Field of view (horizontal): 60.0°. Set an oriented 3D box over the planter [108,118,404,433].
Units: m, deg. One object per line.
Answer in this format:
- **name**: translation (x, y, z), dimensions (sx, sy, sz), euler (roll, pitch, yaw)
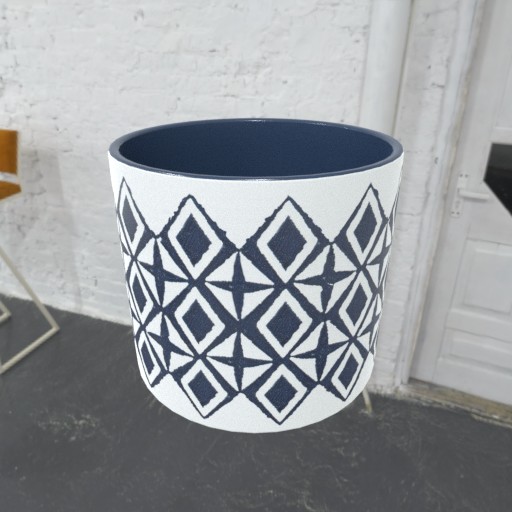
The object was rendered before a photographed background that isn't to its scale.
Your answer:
- **planter**: translation (0.000, 0.000, 0.317), dimensions (0.182, 0.165, 0.182), euler (0, 26, 0)
